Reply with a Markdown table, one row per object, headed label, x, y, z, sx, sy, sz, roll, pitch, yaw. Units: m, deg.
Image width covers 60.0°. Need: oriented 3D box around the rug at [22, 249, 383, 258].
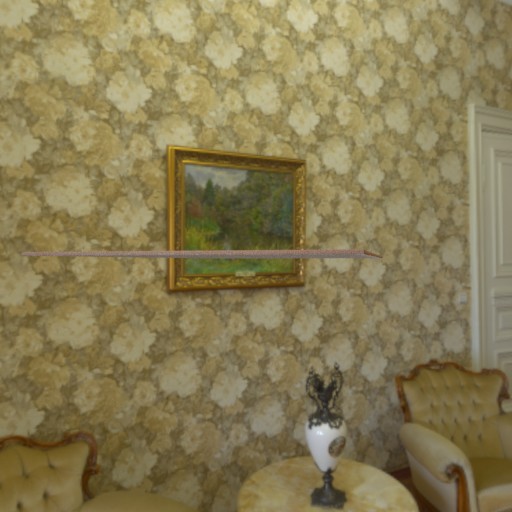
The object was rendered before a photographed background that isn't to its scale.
| label | x | y | z | sx | sy | sz | roll | pitch | yaw |
| --- | --- | --- | --- | --- | --- | --- | --- | --- | --- |
| rug | 0.000 | 0.000 | 2.300 | 1.219 | 0.014 | 1.829 | 0 | -1 | 17 |
